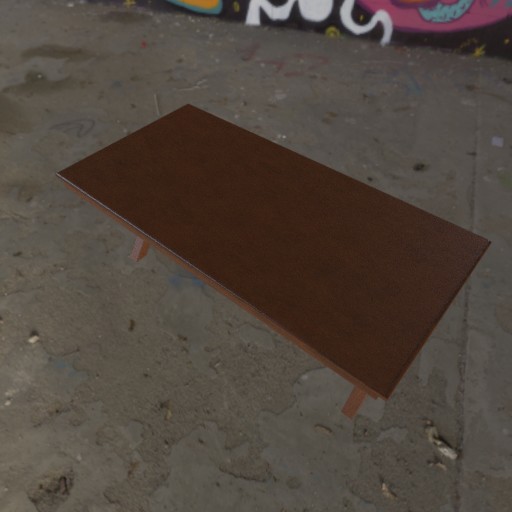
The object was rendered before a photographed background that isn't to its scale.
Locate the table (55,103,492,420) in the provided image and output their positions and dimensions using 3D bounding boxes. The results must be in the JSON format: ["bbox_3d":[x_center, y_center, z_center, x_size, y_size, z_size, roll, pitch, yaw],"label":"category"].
[{"bbox_3d":[0.000,0.000,1.490,1.197,0.459,0.594,31,54,26],"label":"table"}]
